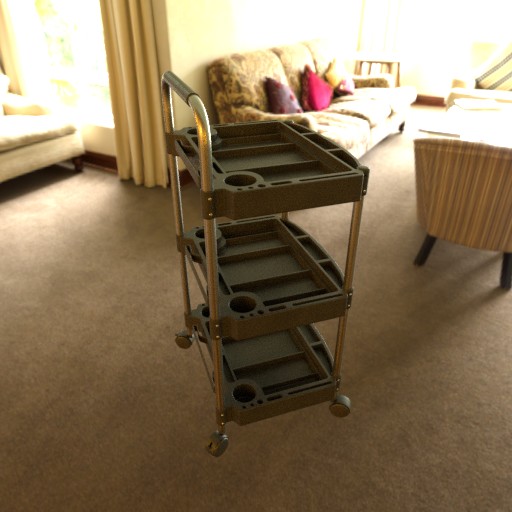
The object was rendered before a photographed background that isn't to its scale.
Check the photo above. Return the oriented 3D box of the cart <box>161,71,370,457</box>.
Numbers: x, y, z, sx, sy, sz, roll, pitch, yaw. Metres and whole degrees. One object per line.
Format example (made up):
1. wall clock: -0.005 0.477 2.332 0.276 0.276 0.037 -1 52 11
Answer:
1. cart: 0.000 0.000 1.411 0.518 1.075 0.584 -10 33 -16
